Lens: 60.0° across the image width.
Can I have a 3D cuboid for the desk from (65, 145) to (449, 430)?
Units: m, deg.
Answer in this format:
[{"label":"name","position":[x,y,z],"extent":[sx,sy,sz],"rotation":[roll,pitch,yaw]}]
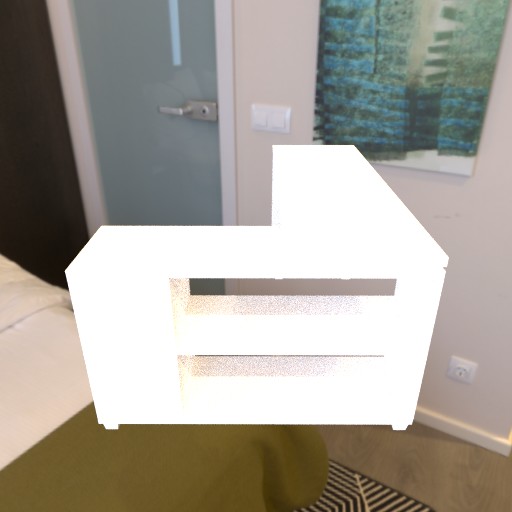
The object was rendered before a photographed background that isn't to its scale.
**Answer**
[{"label":"desk","position":[0.000,0.000,2.226],"extent":[1.199,0.759,1.524],"rotation":[0,27,0]}]
